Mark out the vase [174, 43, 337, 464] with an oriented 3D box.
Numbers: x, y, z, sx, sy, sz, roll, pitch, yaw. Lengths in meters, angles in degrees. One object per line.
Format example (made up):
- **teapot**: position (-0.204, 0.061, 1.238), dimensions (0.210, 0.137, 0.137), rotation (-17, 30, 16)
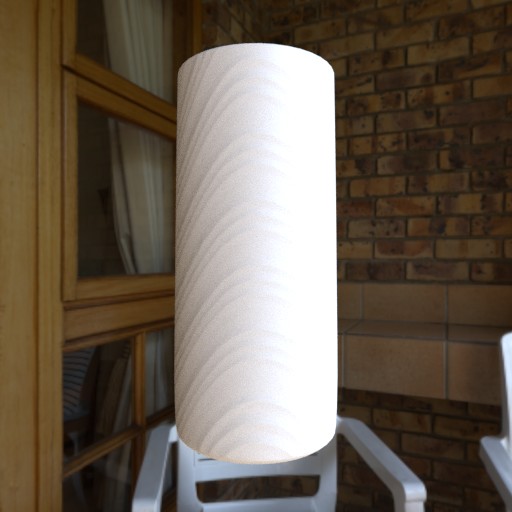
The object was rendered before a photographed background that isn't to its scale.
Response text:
- **vase**: position (0.000, 0.000, 0.396), dimensions (0.143, 0.316, 0.143), rotation (0, 0, 0)
